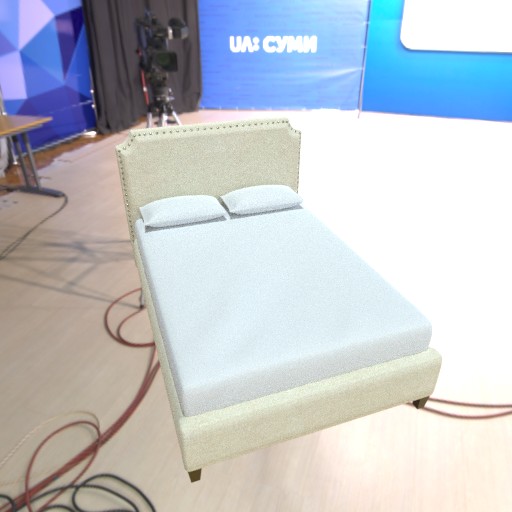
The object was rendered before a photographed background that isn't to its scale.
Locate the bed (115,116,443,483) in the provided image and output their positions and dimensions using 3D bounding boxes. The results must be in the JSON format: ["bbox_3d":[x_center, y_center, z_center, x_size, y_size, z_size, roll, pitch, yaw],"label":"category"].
[{"bbox_3d":[0.000,0.000,3.377,1.713,1.457,2.381,-10,32,-17],"label":"bed"}]
